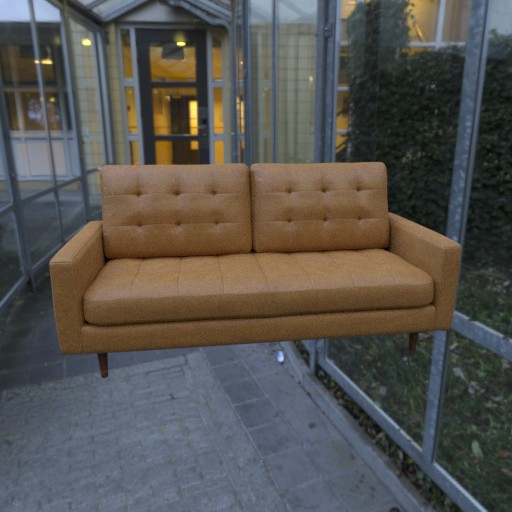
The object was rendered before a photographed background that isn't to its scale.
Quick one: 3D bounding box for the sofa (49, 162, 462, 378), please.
[{"bbox_3d":[0.000,0.000,2.295,1.821,0.898,0.850,-2,17,-8],"label":"sofa"}]
